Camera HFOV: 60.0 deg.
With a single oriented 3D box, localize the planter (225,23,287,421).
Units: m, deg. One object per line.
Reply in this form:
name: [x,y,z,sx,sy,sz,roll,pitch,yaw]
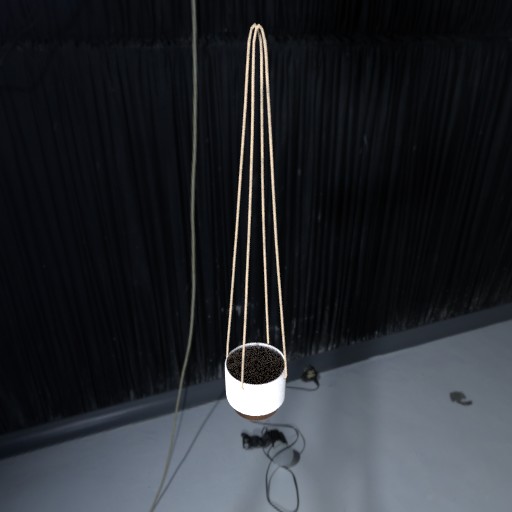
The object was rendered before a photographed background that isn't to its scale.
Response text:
planter: [0.000,0.000,0.905,0.146,0.841,0.146,-11,31,-18]
